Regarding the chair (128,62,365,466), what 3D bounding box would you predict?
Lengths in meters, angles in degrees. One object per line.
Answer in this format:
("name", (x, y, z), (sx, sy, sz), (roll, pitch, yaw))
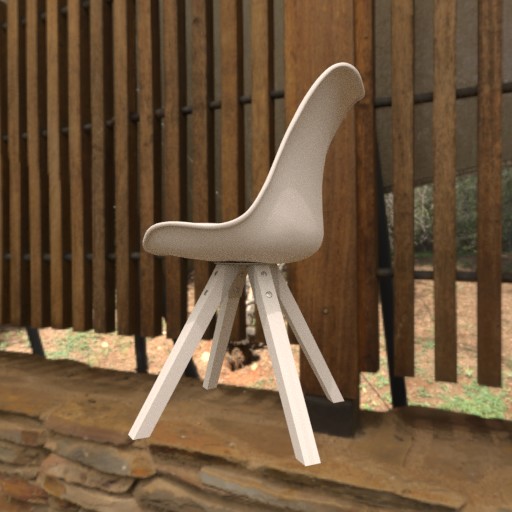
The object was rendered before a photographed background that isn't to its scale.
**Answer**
("chair", (0.000, 0.000, 1.158), (0.550, 0.850, 0.485), (0, 0, 18))
